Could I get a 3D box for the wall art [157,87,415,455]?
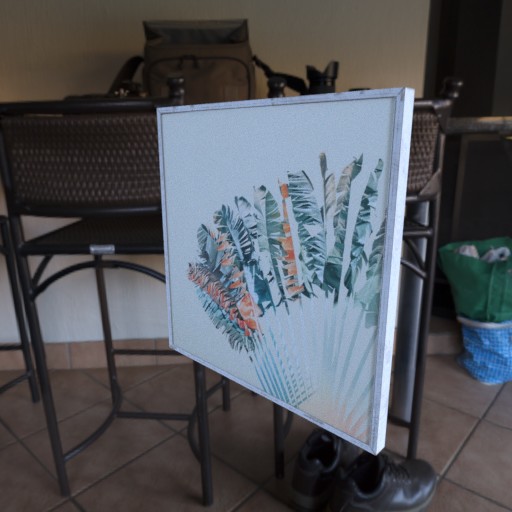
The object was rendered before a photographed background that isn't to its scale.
[{"bbox_3d":[0.000,0.000,1.140,0.760,0.757,0.038,14,20,42],"label":"wall art"}]
